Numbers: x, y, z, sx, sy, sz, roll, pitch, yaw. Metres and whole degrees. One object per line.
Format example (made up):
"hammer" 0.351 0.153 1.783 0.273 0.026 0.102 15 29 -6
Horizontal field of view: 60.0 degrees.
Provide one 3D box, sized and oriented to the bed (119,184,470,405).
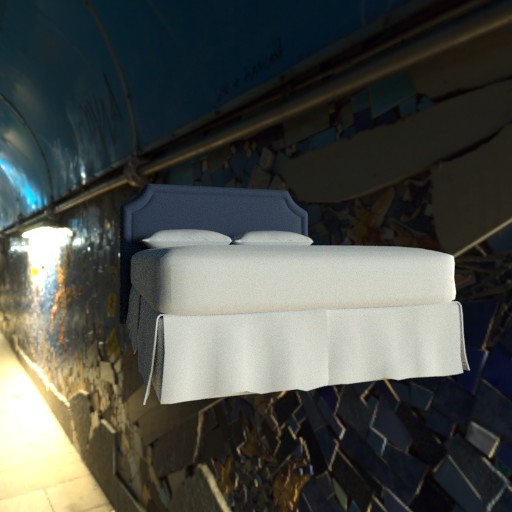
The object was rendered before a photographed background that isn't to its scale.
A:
"bed" 0.000 0.000 3.213 1.831 1.297 2.260 0 0 -19
